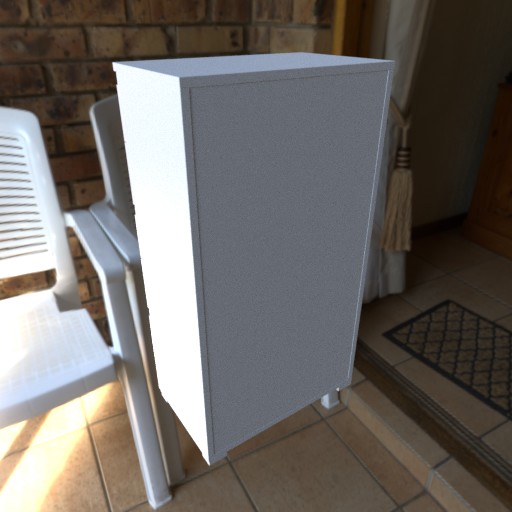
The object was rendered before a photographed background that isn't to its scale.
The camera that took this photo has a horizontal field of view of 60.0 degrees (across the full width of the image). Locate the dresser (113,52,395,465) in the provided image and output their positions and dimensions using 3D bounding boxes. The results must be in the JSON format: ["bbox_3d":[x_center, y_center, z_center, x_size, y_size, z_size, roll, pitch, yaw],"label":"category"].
[{"bbox_3d":[0.000,0.000,1.477,0.650,1.190,0.400,-18,33,-30],"label":"dresser"}]
